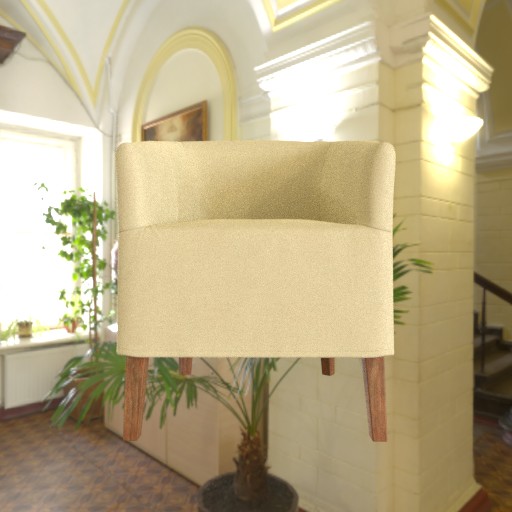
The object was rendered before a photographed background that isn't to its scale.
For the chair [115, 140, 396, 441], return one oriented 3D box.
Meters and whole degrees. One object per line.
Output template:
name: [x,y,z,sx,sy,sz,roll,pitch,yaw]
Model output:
chair: [0.000,0.000,1.299,0.643,0.822,0.657,0,0,0]
